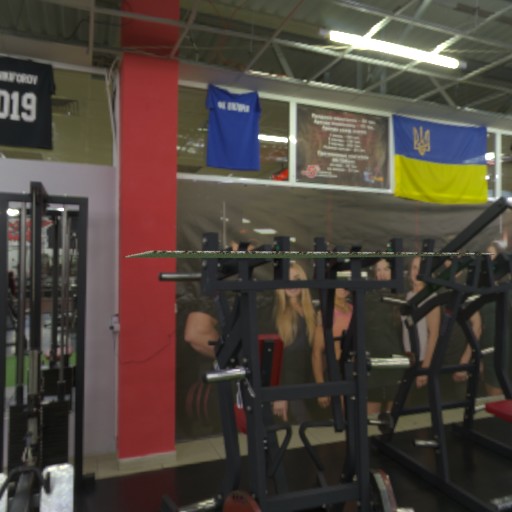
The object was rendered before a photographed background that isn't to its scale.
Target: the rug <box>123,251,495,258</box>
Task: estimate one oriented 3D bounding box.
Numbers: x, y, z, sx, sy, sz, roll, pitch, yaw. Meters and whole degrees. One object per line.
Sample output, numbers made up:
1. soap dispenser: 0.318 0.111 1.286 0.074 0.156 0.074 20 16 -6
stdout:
1. rug: 0.000 0.000 2.268 1.247 0.008 1.802 0 -1 -19
